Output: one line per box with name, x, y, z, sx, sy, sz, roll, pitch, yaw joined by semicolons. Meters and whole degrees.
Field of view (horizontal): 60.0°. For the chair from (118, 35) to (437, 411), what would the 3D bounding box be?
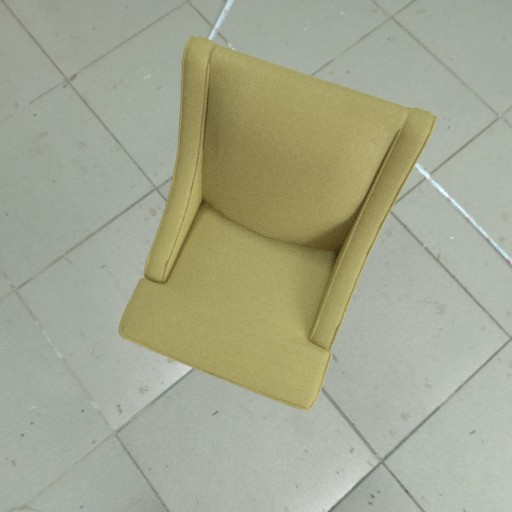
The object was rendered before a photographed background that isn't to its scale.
chair;0.000;0.000;1.467;0.696;0.896;0.814;21;76;5
